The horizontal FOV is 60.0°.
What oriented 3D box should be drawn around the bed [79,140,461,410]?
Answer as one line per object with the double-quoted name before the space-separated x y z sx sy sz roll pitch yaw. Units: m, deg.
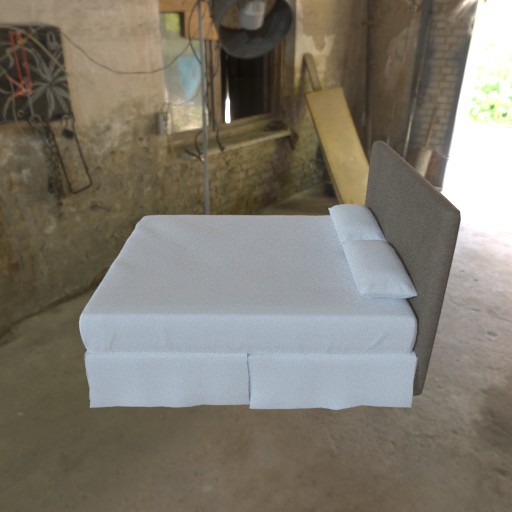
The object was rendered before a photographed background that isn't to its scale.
"bed" 0.000 0.000 3.237 2.142 1.330 1.723 0 27 1
